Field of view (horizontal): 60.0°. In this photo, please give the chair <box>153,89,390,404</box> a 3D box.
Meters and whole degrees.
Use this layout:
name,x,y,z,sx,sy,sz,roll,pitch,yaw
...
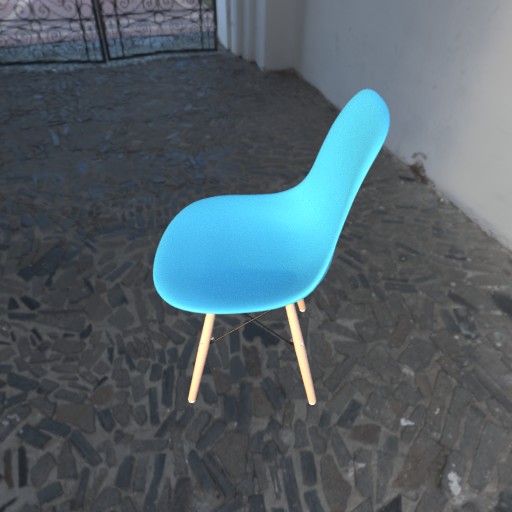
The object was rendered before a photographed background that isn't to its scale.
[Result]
name,x,y,z,sx,sy,sz,roll,pitch,yaw
chair,0.000,0.000,1.176,0.531,0.826,0.470,0,41,0
